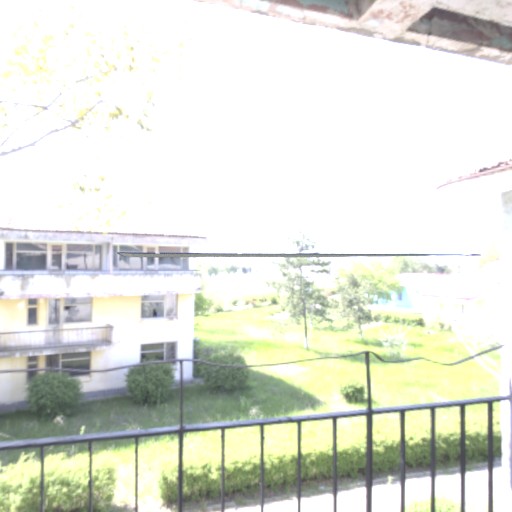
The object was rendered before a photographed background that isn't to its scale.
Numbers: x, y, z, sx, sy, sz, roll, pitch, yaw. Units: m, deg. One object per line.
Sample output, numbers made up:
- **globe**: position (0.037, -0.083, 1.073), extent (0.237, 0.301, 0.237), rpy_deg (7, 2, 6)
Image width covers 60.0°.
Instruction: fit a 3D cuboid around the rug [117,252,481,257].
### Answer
- **rug**: position (0.000, 0.000, 3.957), extent (2.277, 0.020, 2.867), rpy_deg (0, -1, -16)
